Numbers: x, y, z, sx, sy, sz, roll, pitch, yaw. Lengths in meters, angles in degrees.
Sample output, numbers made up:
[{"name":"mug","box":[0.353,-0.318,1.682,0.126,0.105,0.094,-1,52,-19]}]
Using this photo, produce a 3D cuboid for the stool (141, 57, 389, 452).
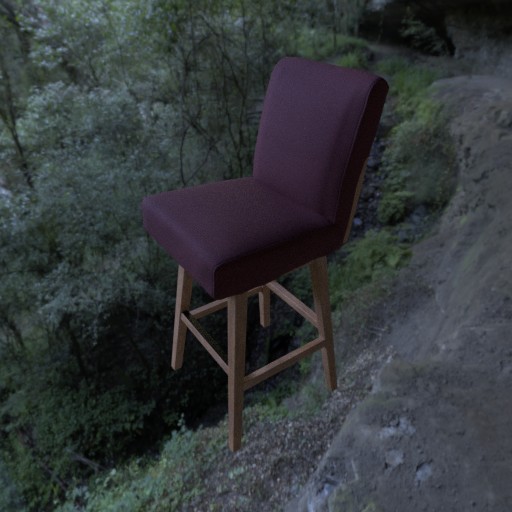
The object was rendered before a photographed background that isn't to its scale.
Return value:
[{"name":"stool","box":[0.000,0.000,1.413,0.562,1.093,0.468,-21,38,-29]}]
